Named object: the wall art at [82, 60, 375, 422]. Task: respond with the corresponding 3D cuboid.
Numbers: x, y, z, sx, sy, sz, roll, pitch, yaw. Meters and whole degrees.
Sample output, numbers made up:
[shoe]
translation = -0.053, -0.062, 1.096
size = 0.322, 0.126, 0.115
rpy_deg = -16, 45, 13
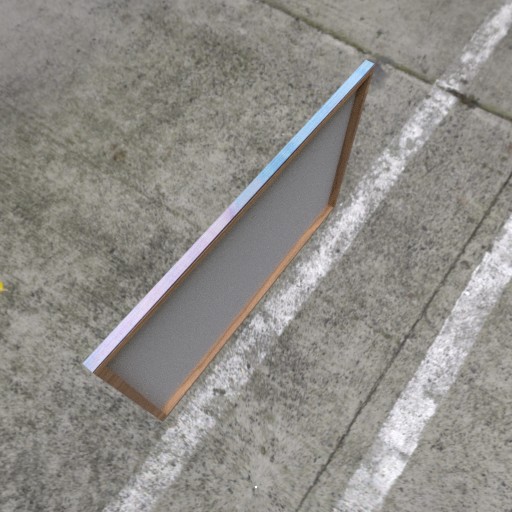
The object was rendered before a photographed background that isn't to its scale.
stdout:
[wall art]
translation = 0.000, 0.000, 0.767
size = 0.018, 0.402, 0.604
rpy_deg = 34, 67, 16
